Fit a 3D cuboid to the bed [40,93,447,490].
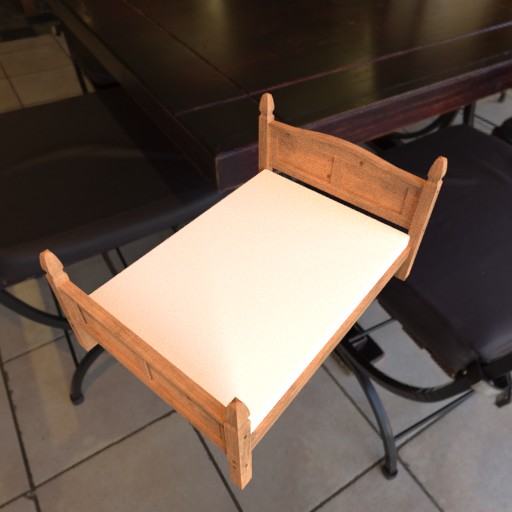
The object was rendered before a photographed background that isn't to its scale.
[{"bbox_3d":[0.000,0.000,2.940,1.490,1.100,2.069,30,53,26],"label":"bed"}]
